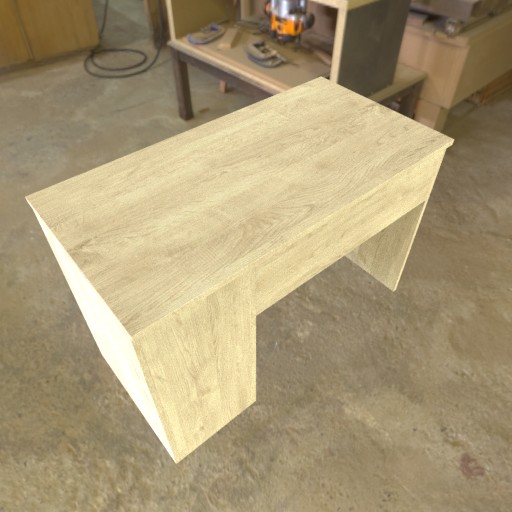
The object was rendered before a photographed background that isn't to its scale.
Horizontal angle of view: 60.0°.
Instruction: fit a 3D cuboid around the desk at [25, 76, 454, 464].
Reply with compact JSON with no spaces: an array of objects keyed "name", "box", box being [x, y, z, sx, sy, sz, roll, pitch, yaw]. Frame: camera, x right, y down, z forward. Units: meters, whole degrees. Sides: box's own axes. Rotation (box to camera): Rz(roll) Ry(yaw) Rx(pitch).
[{"name":"desk","box":[0.000,0.000,1.512,1.097,0.735,0.560,-31,54,-26]}]
